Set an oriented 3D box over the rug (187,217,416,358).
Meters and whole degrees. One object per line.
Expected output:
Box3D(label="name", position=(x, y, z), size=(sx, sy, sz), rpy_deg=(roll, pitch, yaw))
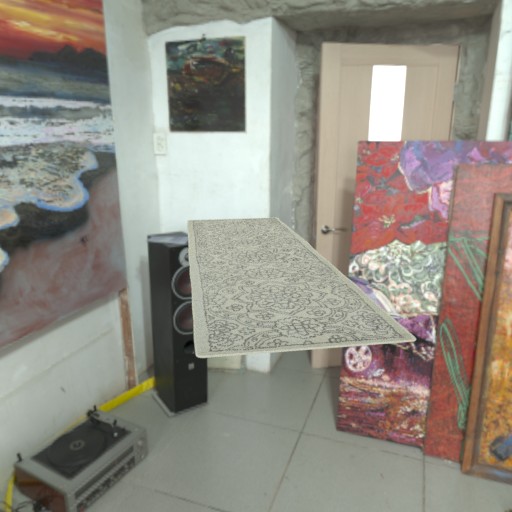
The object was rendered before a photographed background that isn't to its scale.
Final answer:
Box3D(label="rug", position=(0.000, 0.000, 2.684), size=(0.806, 0.006, 2.431), rpy_deg=(-2, 16, -9))
